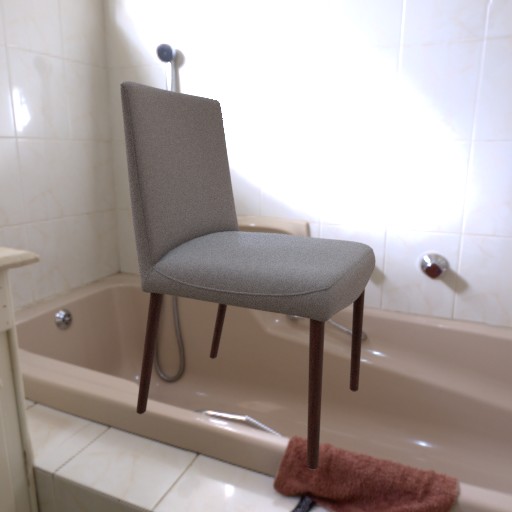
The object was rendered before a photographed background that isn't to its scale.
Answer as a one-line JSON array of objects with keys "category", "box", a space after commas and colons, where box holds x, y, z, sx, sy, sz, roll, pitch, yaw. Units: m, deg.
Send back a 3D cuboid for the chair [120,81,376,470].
[{"category": "chair", "box": [0.000, 0.000, 1.173, 0.570, 0.859, 0.456, 6, 14, 26]}]
